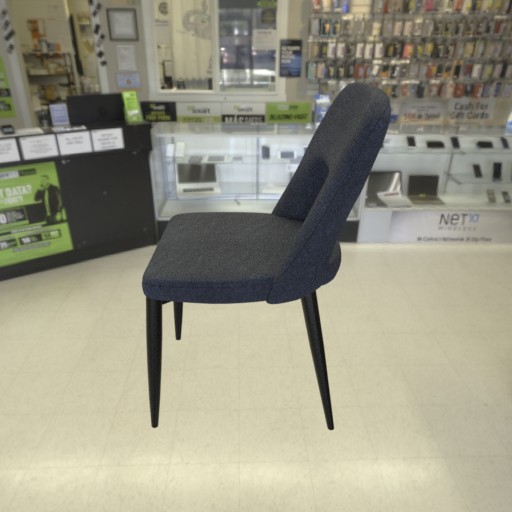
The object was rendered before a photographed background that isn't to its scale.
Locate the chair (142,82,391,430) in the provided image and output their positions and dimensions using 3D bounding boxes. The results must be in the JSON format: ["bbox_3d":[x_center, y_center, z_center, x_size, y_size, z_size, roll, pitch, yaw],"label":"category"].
[{"bbox_3d":[0.000,0.000,1.284,0.612,0.931,0.470,0,27,1],"label":"chair"}]
